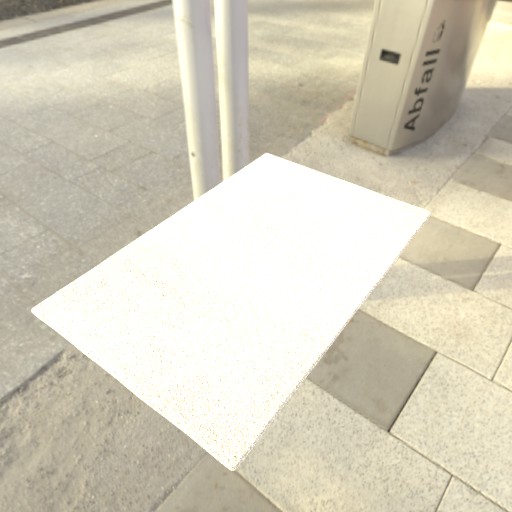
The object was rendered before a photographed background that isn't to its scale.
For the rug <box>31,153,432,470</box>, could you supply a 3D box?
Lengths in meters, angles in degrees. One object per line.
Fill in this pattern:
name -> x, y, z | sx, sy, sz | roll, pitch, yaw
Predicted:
rug -> 0.000, 0.000, 3.431 | 1.778, 0.030, 2.743 | 26, 48, 27
